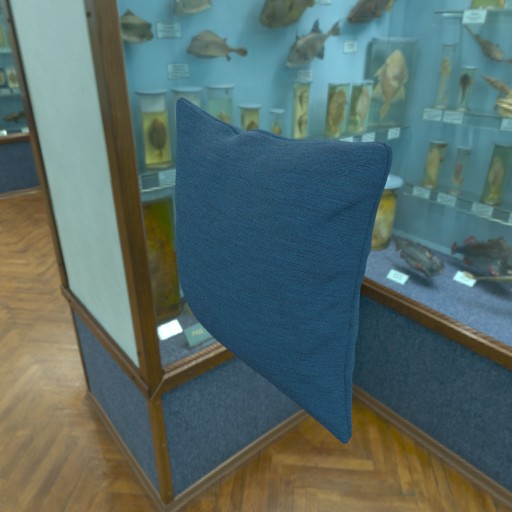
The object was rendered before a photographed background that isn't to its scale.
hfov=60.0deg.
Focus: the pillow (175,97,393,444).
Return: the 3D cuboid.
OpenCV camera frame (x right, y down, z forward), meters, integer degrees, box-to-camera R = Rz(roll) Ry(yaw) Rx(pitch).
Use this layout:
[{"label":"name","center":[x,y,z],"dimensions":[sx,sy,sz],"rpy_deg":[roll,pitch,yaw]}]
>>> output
[{"label":"pillow","center":[0.000,0.000,0.679],"dimensions":[0.177,0.420,0.437],"rpy_deg":[-19,32,-33]}]
